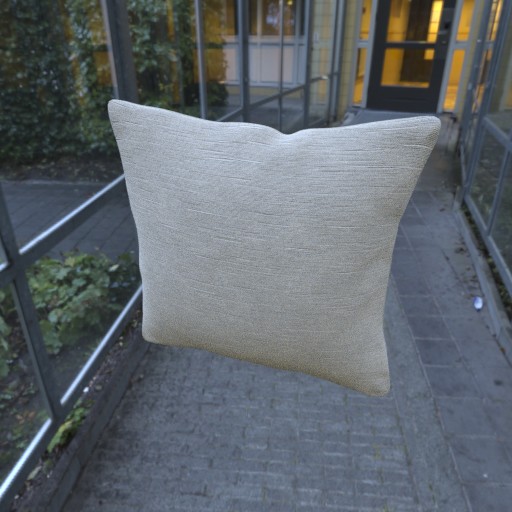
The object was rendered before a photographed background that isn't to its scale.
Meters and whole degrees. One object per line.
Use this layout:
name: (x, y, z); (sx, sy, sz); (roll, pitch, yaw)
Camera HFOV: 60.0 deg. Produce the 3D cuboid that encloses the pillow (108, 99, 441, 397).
pillow: (0.000, 0.000, 0.649); (0.437, 0.420, 0.162); (9, 29, 17)
